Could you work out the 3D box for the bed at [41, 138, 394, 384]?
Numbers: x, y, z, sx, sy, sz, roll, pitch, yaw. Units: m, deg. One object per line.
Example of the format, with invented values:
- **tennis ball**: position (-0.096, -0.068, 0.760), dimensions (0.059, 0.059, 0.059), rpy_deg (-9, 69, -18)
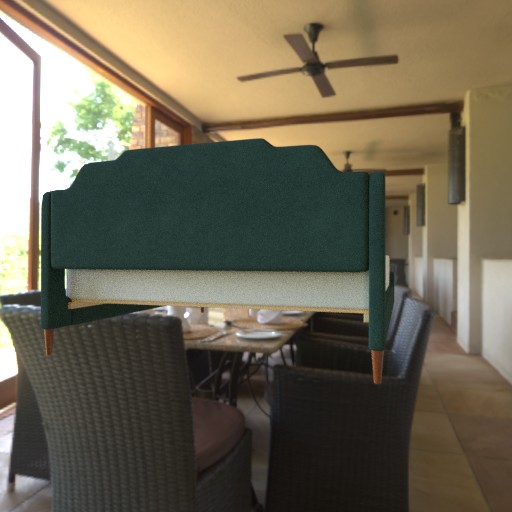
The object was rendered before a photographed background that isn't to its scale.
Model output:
- **bed**: position (0.000, 0.000, 3.553), dimensions (2.074, 1.245, 2.340), rpy_deg (0, 0, 18)
